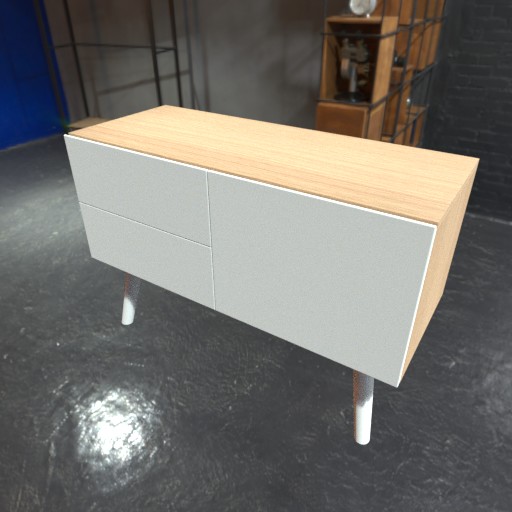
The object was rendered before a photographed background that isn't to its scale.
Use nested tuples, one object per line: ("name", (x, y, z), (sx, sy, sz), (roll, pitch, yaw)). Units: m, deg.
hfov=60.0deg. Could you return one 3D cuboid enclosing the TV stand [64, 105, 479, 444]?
("TV stand", (0.000, 0.000, 1.300), (0.991, 0.660, 0.407), (19, 36, 28))
